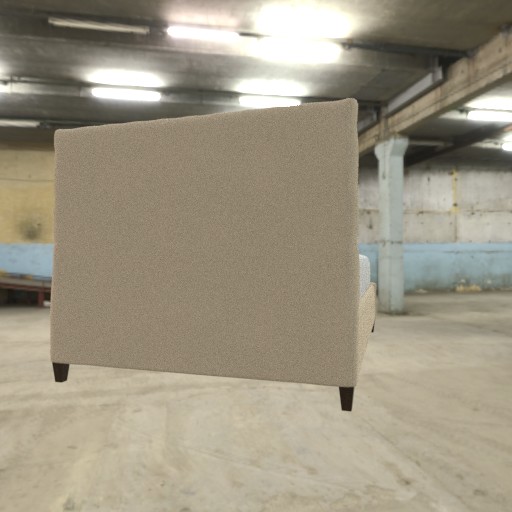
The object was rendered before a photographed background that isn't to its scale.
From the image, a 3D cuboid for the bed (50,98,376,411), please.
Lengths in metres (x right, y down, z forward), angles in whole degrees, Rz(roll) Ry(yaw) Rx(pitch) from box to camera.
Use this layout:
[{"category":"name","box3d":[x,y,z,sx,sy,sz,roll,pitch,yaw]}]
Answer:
[{"category":"bed","box3d":[0.000,0.000,3.360,1.698,1.427,2.387,0,-1,17]}]
